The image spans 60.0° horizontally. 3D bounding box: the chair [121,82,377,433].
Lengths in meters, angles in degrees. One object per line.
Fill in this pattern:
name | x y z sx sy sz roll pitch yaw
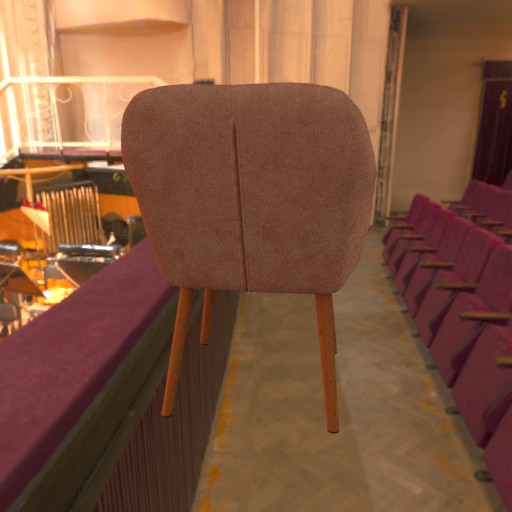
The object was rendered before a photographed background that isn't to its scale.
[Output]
chair | 0.000 0.000 1.214 0.610 0.832 0.570 2 16 8
